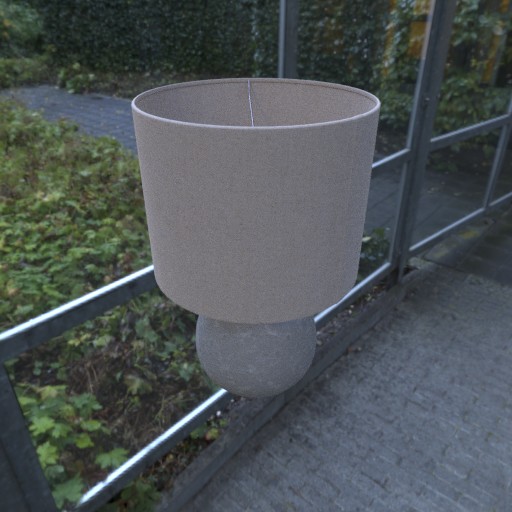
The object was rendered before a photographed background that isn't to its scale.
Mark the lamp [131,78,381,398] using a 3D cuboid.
[{"bbox_3d":[0.000,0.000,0.594,0.269,0.409,0.269,-19,35,-30],"label":"lamp"}]
